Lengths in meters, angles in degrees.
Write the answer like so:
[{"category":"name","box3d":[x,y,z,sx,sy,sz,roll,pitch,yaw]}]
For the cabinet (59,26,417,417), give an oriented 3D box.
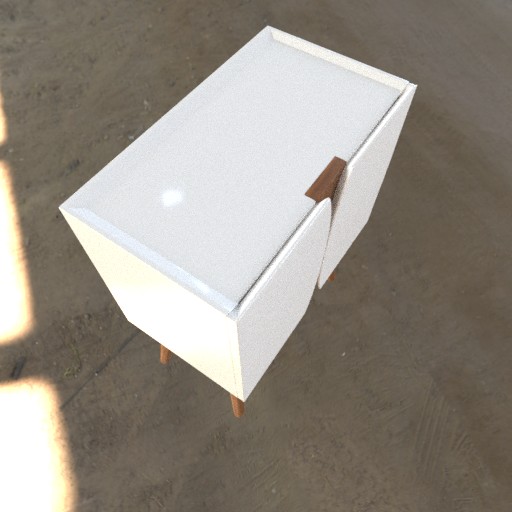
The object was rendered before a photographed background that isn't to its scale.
[{"category":"cabinet","box3d":[0.000,0.000,1.096,0.344,0.772,0.591,30,63,17]}]
